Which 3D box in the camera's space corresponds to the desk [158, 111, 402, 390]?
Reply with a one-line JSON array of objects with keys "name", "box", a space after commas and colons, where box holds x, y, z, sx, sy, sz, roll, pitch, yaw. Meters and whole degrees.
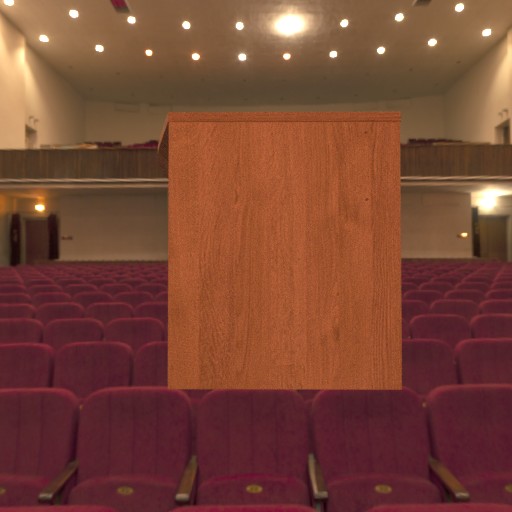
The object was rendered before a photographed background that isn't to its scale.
[{"name": "desk", "box": [0.000, 0.000, 2.000, 0.802, 0.752, 1.600, 0, -1, 0]}]
